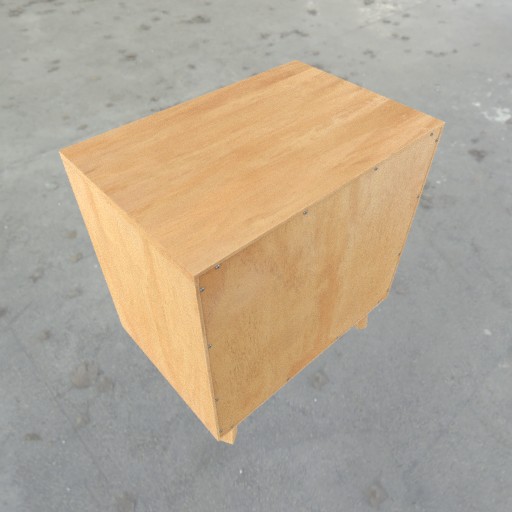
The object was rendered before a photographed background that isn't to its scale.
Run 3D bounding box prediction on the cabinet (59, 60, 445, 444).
[{"bbox_3d":[0.000,0.000,0.973,0.551,0.599,0.394,-33,54,-28],"label":"cabinet"}]
